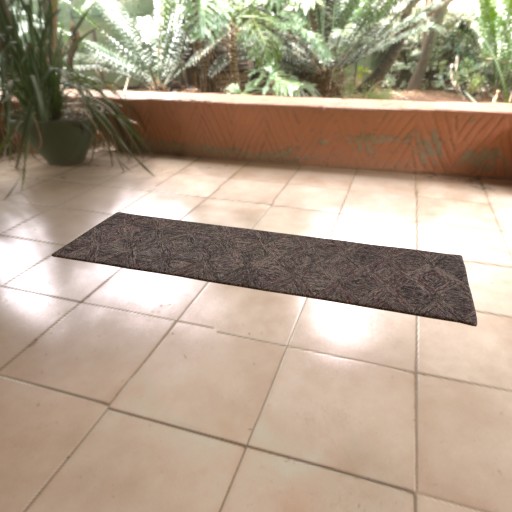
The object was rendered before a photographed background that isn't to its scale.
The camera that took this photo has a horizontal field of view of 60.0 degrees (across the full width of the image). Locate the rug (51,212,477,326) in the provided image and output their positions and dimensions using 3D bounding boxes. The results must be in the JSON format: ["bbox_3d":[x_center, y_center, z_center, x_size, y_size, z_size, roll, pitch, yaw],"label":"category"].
[{"bbox_3d":[0.000,0.000,2.585,2.305,0.013,0.719,8,29,15],"label":"rug"}]
